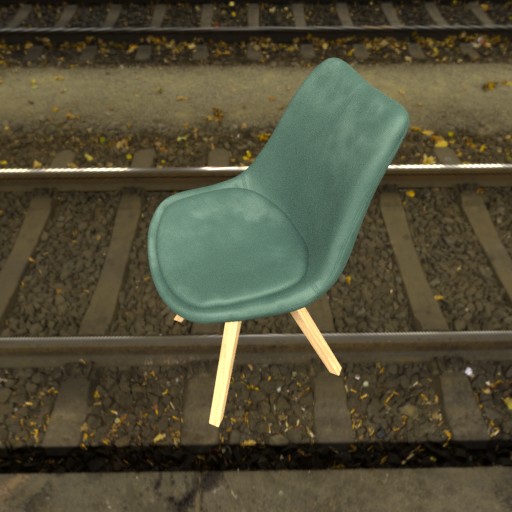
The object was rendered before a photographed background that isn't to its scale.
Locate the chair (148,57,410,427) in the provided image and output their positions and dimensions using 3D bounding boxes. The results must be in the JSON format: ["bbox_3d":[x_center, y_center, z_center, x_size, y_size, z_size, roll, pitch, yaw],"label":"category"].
[{"bbox_3d":[0.000,0.000,1.177,0.547,0.865,0.483,-16,49,-15],"label":"chair"}]
